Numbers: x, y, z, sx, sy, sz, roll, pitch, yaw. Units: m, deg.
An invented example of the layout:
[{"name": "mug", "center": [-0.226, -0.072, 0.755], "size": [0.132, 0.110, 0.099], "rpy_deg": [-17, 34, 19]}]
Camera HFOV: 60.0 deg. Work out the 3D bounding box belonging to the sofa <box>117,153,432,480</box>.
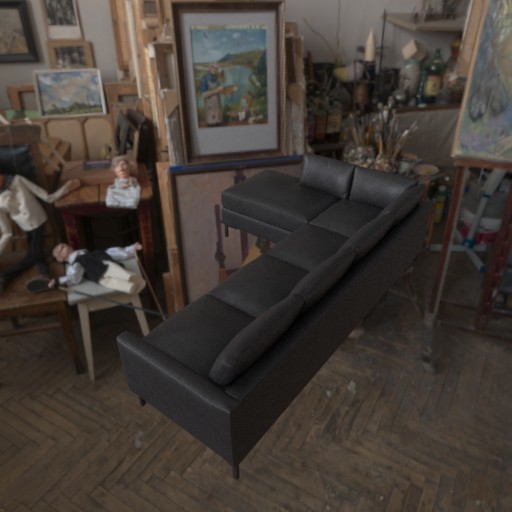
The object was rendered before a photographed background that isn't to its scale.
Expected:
[{"name": "sofa", "center": [0.000, 0.000, 3.751], "size": [1.938, 0.877, 2.984], "rpy_deg": [22, 39, 31]}]
